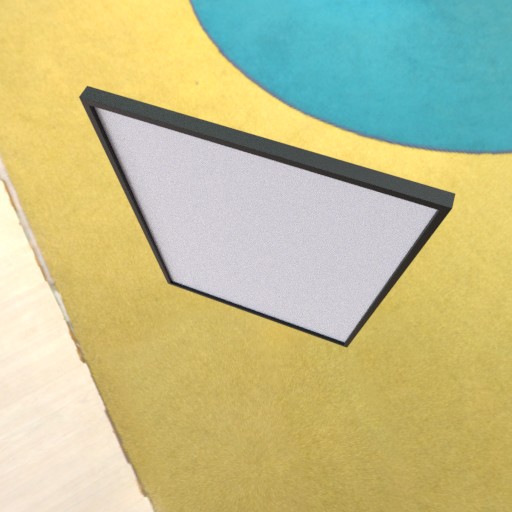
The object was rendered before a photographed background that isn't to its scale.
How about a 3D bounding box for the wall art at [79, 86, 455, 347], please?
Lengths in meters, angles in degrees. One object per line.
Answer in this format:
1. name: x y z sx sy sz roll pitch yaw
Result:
1. wall art: 0.000 0.000 1.384 0.802 1.070 0.036 19 66 9
